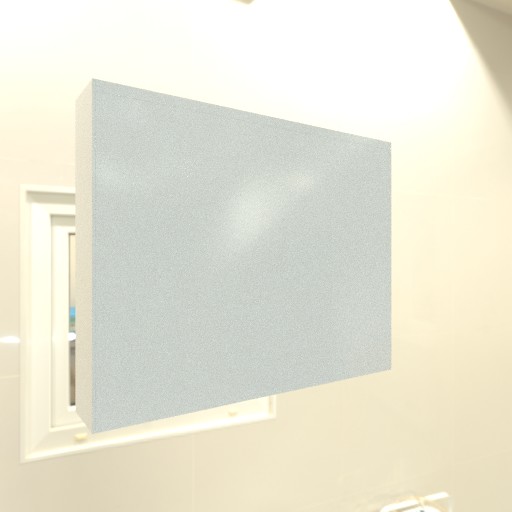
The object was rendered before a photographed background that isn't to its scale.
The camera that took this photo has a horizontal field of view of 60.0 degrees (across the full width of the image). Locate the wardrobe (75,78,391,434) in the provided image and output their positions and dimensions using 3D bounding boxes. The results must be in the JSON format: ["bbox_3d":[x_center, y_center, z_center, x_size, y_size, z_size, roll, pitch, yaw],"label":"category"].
[{"bbox_3d":[0.000,0.000,4.012,3.000,2.360,0.580,0,0,-34],"label":"wardrobe"}]
